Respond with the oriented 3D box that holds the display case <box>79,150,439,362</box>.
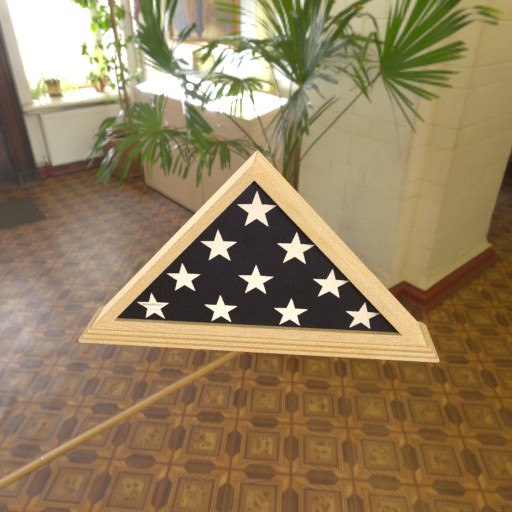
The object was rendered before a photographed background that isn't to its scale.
[{"bbox_3d":[0.000,0.000,0.741,0.640,0.340,0.095,2,30,4],"label":"display case"}]
